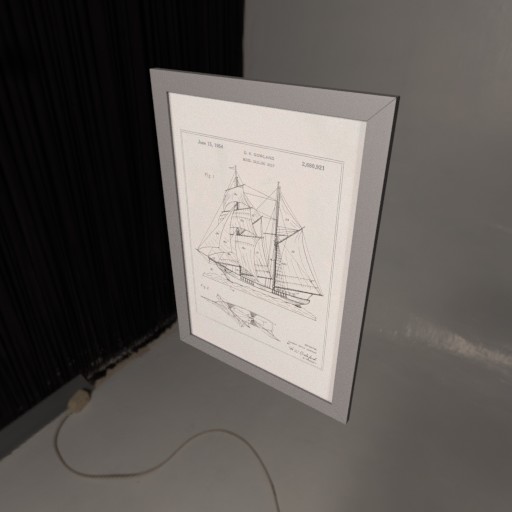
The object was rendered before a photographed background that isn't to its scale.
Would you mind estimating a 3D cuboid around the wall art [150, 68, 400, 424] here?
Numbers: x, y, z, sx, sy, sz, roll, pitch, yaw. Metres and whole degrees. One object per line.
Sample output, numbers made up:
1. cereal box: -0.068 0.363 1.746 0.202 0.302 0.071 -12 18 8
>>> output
1. wall art: 0.000 0.000 0.715 0.380 0.534 0.013 19 36 29
